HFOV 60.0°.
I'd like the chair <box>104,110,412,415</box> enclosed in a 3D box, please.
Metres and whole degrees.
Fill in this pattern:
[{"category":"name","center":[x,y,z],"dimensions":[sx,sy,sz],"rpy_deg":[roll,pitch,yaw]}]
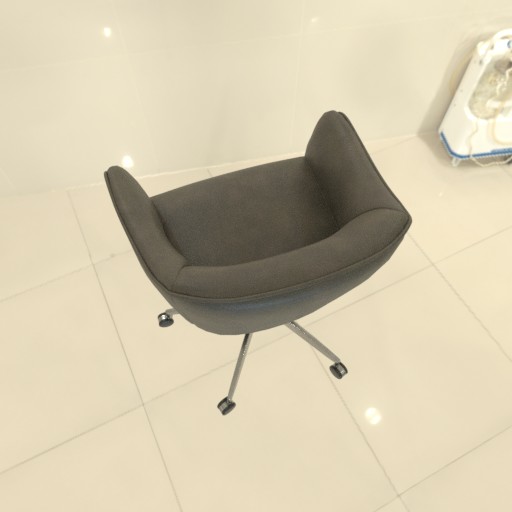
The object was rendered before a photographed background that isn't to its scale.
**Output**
[{"category":"chair","center":[0.000,0.000,1.325],"dimensions":[0.713,0.827,0.689],"rpy_deg":[-17,61,-10]}]
